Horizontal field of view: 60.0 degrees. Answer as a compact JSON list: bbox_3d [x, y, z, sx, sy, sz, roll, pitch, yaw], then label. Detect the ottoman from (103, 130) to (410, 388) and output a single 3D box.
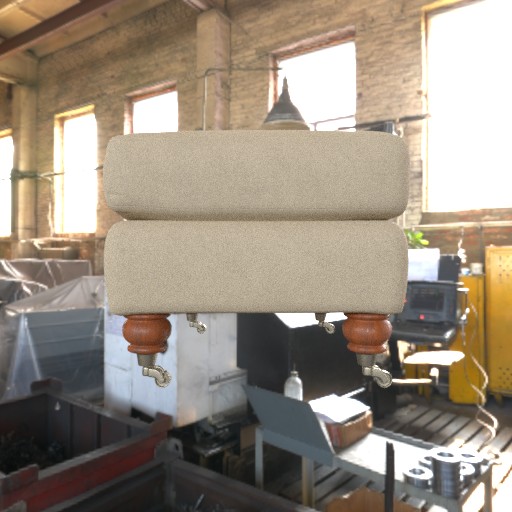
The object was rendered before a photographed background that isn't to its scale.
[{"bbox_3d":[0.000,0.000,1.158,0.569,0.504,0.773,0,0,0],"label":"ottoman"}]
